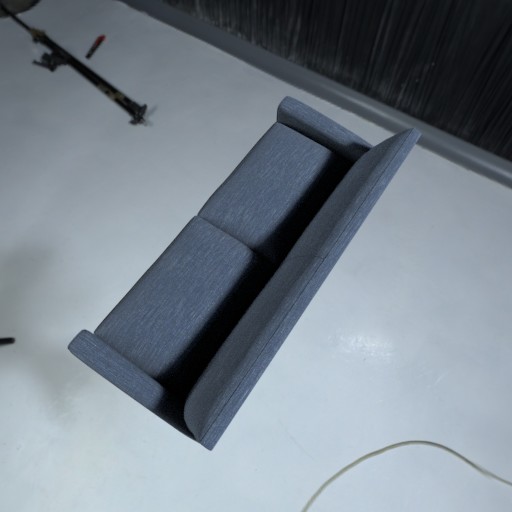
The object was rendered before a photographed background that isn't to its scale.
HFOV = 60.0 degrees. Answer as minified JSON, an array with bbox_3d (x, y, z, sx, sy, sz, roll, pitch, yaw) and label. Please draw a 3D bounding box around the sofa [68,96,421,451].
[{"bbox_3d":[0.000,0.000,2.521,0.875,0.846,1.976,32,68,14],"label":"sofa"}]
